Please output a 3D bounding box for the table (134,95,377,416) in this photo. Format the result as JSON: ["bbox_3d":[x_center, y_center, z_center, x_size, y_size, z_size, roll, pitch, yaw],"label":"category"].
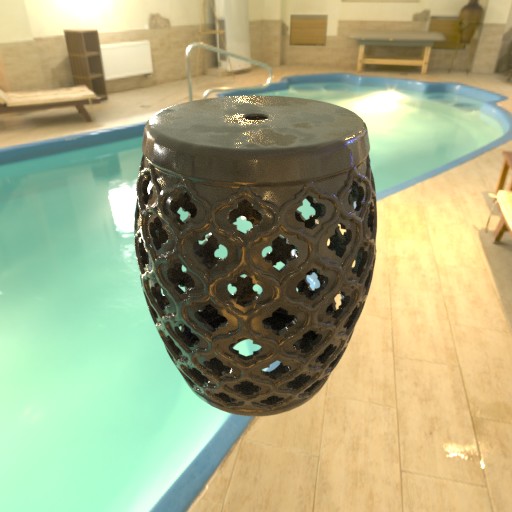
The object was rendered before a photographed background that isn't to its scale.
[{"bbox_3d":[0.000,0.000,0.628,0.325,0.388,0.325,0,31,0],"label":"table"}]
